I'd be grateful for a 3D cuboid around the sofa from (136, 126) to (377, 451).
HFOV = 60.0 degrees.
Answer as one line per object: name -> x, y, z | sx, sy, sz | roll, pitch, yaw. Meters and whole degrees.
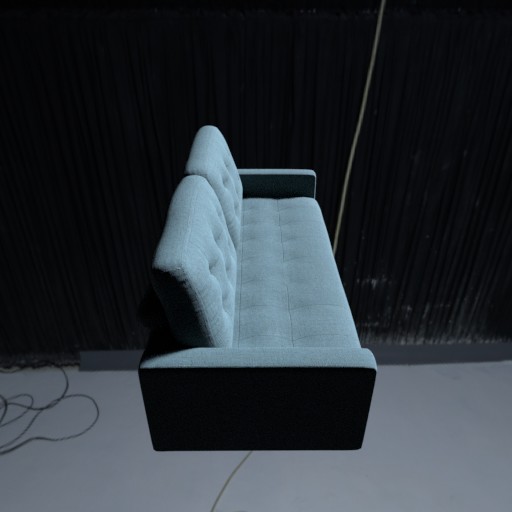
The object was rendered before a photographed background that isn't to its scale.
sofa -> 0.000, 0.000, 2.546 | 0.966, 1.050, 2.010 | 0, 32, 0
